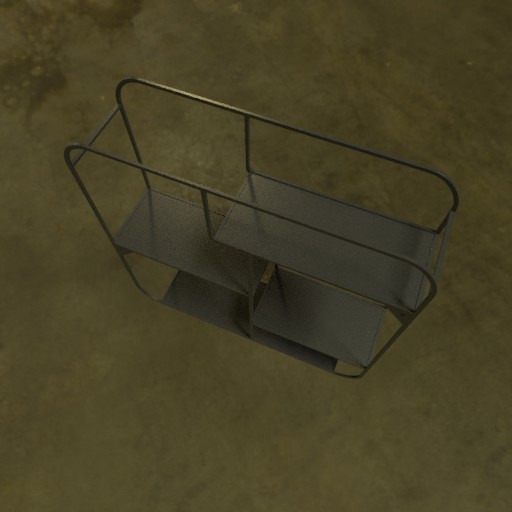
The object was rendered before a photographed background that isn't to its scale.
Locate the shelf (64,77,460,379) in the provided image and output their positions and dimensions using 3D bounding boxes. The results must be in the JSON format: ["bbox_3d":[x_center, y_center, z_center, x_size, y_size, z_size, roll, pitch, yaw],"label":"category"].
[{"bbox_3d":[0.000,0.000,0.904,0.600,0.600,0.160,20,64,11],"label":"shelf"}]
